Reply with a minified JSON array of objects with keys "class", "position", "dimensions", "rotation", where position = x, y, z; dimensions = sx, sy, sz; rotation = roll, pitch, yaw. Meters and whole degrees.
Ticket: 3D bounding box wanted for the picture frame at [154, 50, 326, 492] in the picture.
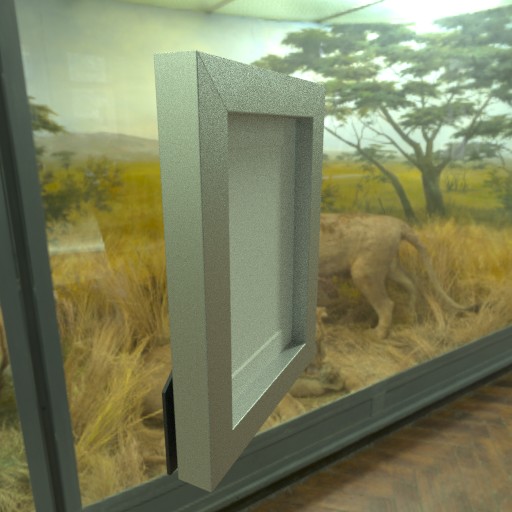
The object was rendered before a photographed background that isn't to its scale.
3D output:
[{"class":"picture frame","position":[0.000,0.000,0.271],"dimensions":[0.028,0.208,0.157],"rotation":[8,18,25]}]
